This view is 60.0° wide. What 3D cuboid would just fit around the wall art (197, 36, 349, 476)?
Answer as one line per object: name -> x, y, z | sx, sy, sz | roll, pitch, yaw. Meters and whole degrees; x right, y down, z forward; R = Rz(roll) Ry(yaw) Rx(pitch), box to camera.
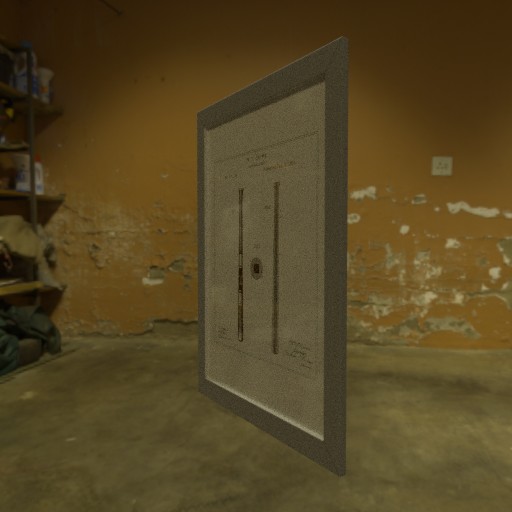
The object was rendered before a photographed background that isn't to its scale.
wall art -> 0.000, 0.000, 0.688 | 0.012, 0.529, 0.374 | -1, 2, -35
